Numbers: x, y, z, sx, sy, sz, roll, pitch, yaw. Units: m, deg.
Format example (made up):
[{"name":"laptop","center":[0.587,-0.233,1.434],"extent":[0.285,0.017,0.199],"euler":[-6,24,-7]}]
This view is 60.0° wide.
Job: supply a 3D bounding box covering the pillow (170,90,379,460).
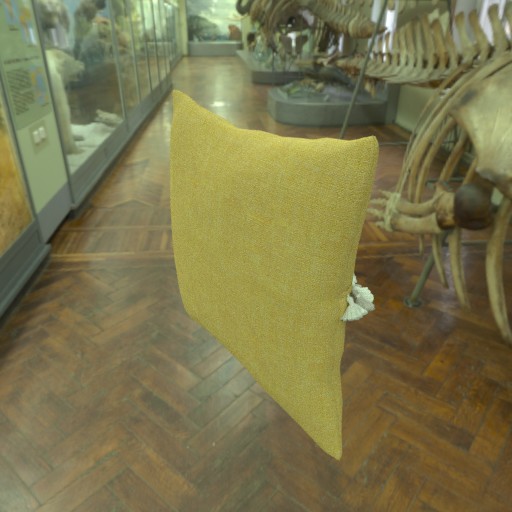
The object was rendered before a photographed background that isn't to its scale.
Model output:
[{"name":"pillow","center":[0.000,0.000,0.739],"extent":[0.167,0.481,0.485],"euler":[-18,33,-31]}]
